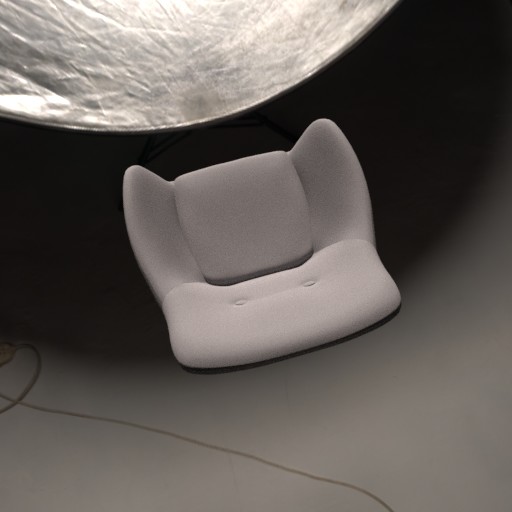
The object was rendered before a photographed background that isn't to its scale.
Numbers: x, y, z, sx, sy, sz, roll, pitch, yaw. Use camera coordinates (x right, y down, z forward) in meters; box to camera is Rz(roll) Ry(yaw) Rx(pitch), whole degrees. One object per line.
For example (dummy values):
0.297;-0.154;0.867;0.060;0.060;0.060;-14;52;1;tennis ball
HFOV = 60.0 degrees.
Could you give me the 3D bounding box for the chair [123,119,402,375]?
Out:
0.000;0.000;1.236;0.570;0.830;0.590;-15;76;-4;chair
